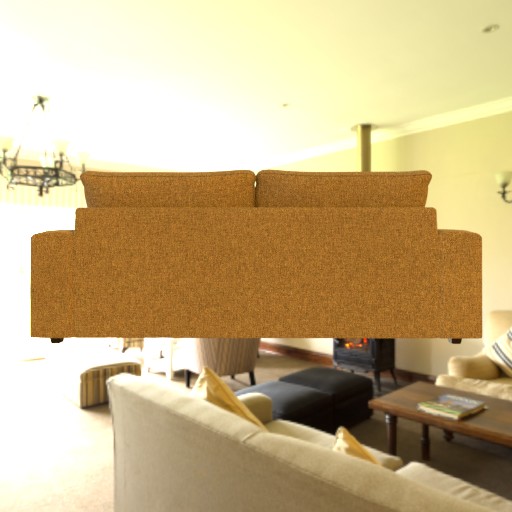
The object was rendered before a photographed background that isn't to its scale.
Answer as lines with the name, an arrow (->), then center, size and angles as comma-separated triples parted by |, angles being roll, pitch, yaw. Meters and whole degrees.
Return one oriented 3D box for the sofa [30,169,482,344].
sofa -> 0.000, 0.000, 2.764 | 2.299, 0.922, 1.040 | 0, 0, 0
